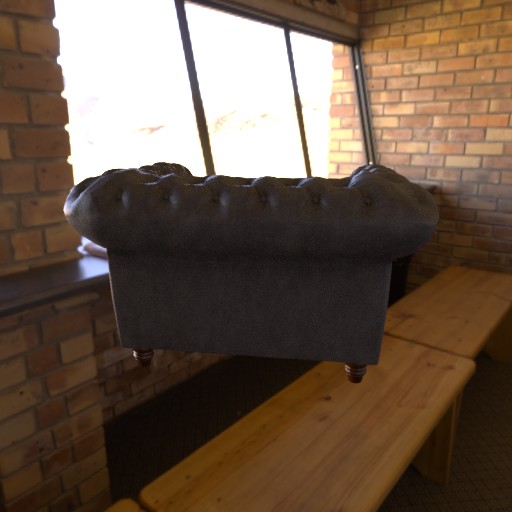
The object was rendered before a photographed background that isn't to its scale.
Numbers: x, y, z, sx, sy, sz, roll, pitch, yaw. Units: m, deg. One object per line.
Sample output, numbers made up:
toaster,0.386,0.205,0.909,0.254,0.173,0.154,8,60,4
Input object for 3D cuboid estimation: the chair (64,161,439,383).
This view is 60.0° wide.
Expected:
chair,0.000,0.000,1.917,1.298,0.780,0.943,2,16,8
